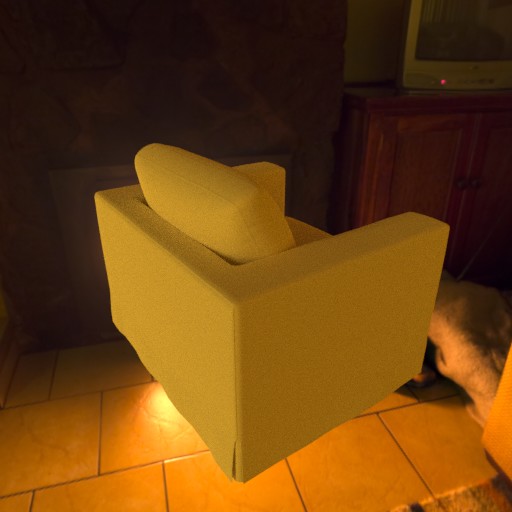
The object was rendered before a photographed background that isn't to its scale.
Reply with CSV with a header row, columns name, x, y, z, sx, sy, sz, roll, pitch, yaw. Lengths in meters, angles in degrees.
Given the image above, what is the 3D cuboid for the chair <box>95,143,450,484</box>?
name,x,y,z,sx,sy,sz,roll,pitch,yaw
chair,0.000,0.000,1.830,0.957,0.878,1.150,-17,31,-31
